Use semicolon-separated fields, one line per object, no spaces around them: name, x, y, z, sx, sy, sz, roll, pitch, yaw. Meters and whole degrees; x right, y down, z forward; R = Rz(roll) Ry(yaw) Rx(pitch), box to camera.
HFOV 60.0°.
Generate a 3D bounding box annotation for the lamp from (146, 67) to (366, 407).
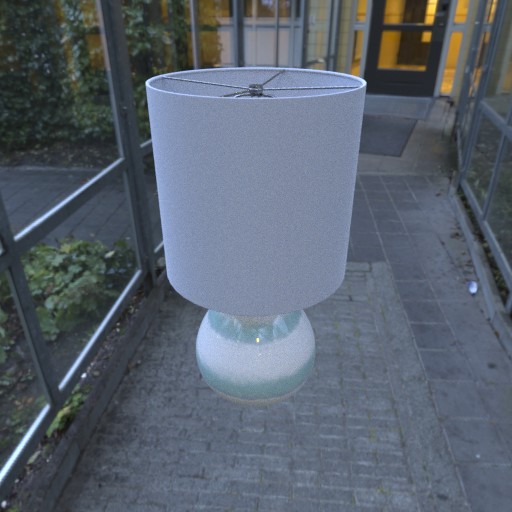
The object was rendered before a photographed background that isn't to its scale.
lamp;0.000;0.000;0.542;0.217;0.404;0.217;9;30;16
